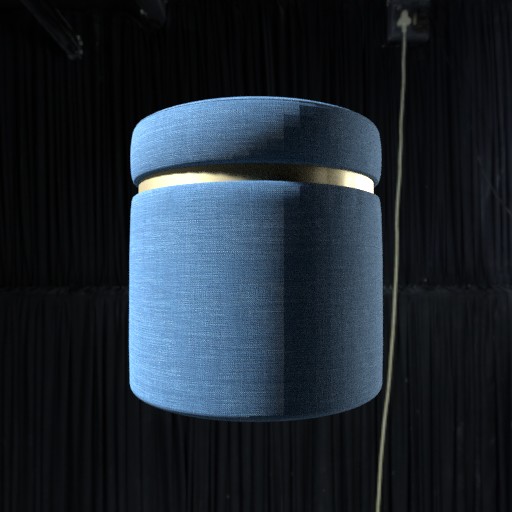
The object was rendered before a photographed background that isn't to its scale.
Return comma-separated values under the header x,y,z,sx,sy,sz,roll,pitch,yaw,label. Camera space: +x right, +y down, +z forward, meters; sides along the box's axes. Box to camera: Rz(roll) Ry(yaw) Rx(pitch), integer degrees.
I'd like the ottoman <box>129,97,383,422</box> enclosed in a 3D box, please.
x,y,z,sx,sy,sz,roll,pitch,yaw,label
0.000,0.000,0.726,0.398,0.406,0.398,0,-1,0,ottoman
